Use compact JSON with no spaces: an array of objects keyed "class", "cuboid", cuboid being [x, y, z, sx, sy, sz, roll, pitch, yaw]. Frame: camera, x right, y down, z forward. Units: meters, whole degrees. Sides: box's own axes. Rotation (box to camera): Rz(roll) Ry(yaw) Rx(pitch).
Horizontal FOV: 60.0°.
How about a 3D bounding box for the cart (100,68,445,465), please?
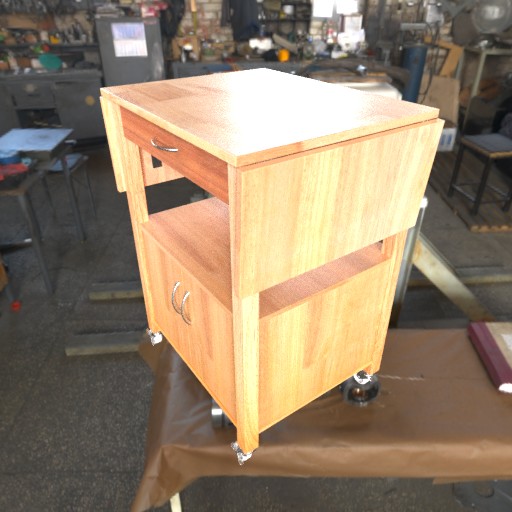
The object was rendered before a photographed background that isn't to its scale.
[{"class":"cart","cuboid":[0.000,0.000,1.216,0.508,0.838,0.640,-21,37,-29]}]
